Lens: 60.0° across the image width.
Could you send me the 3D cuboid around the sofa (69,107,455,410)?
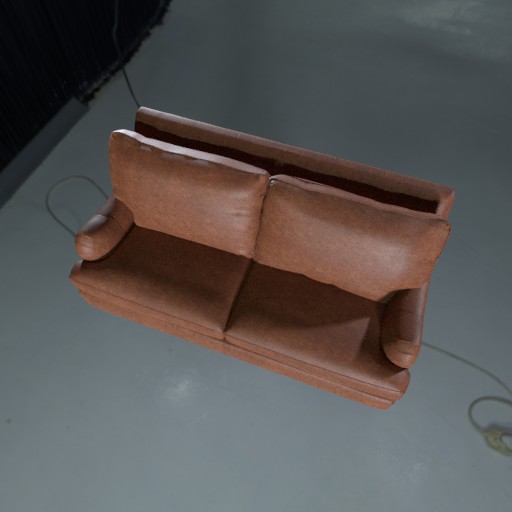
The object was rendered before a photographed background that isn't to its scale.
[{"bbox_3d":[0.000,0.000,2.829,2.144,1.071,1.147,17,60,10],"label":"sofa"}]
